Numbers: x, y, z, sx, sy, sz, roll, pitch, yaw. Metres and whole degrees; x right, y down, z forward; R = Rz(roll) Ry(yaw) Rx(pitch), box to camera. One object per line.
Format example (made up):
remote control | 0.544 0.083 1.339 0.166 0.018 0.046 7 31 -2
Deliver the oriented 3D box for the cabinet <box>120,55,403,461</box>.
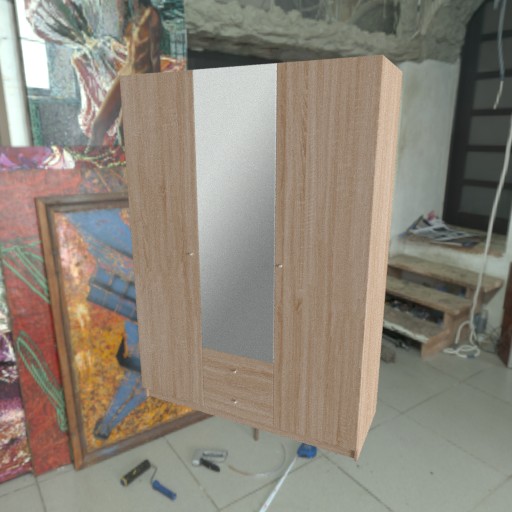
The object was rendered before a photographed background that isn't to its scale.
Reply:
cabinet | 0.000 0.000 2.760 1.500 2.120 0.590 7 16 25
